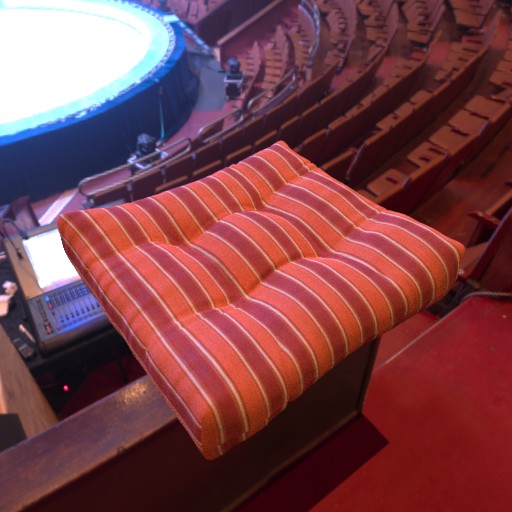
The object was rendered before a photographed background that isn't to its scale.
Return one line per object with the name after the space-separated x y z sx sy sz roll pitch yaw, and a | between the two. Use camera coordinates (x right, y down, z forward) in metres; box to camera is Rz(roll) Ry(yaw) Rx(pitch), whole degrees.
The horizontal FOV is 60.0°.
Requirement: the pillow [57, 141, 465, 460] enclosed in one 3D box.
0.000 0.000 0.723 0.490 0.133 0.468 -27 48 -27 | pillow
